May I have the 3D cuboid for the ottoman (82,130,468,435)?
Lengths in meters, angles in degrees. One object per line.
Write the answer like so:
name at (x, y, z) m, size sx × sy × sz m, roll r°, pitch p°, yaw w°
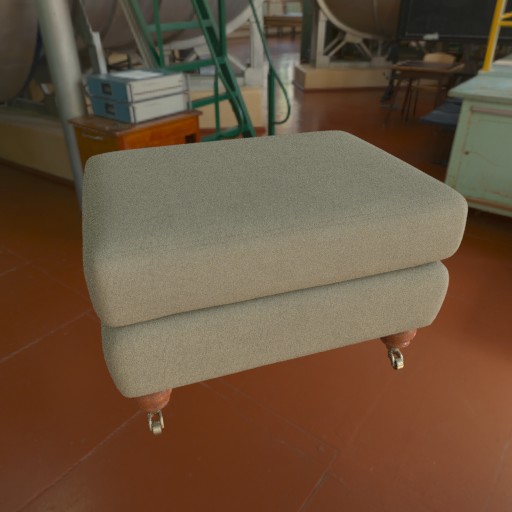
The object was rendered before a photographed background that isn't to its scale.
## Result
ottoman at (0.000, 0.000, 1.122) m, size 0.773 × 0.504 × 0.569 m, roll -10°, pitch 32°, yaw -16°
